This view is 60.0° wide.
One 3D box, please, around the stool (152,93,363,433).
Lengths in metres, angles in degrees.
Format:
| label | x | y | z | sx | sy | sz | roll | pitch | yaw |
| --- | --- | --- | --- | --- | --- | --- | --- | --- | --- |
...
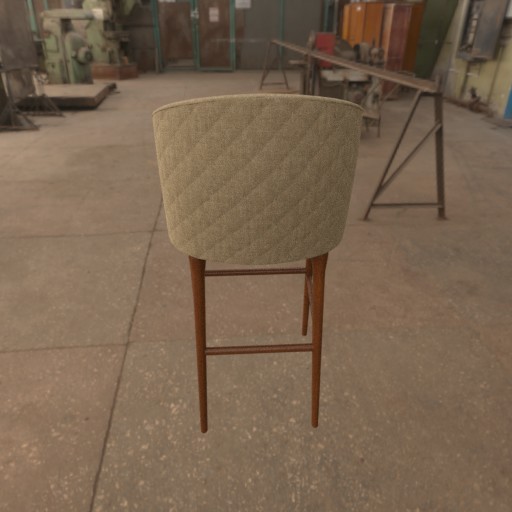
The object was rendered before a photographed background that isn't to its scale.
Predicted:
| label | x | y | z | sx | sy | sz | roll | pitch | yaw |
| --- | --- | --- | --- | --- | --- | --- | --- | --- | --- |
| stool | 0.000 | 0.000 | 1.438 | 0.559 | 1.078 | 0.607 | -2 | 28 | -3 |
